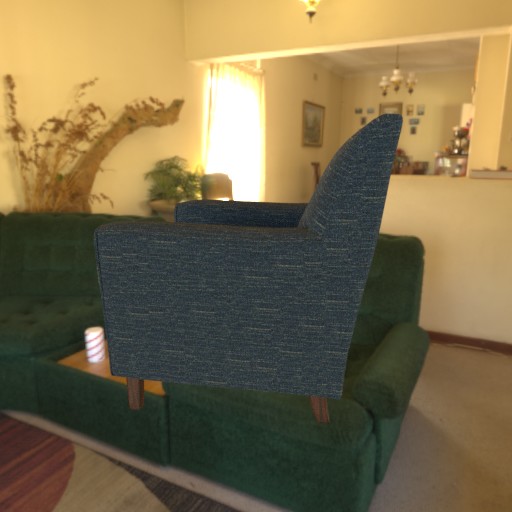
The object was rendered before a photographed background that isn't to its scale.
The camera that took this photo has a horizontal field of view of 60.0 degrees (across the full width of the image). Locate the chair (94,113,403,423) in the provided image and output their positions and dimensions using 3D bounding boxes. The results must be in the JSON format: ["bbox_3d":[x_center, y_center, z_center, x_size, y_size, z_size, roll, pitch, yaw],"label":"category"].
[{"bbox_3d":[0.000,0.000,1.645,0.873,0.928,0.864,2,13,10],"label":"chair"}]
